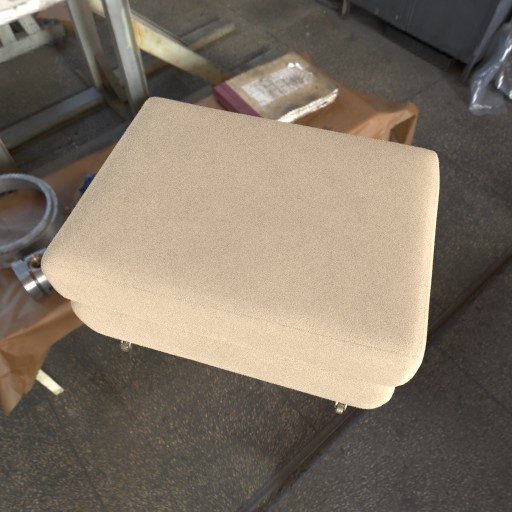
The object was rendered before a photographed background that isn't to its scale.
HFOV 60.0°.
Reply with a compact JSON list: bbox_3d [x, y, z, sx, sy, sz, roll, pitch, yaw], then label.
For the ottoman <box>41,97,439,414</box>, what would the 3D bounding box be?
[{"bbox_3d":[0.000,0.000,1.128,0.773,0.504,0.569,14,58,9],"label":"ottoman"}]
